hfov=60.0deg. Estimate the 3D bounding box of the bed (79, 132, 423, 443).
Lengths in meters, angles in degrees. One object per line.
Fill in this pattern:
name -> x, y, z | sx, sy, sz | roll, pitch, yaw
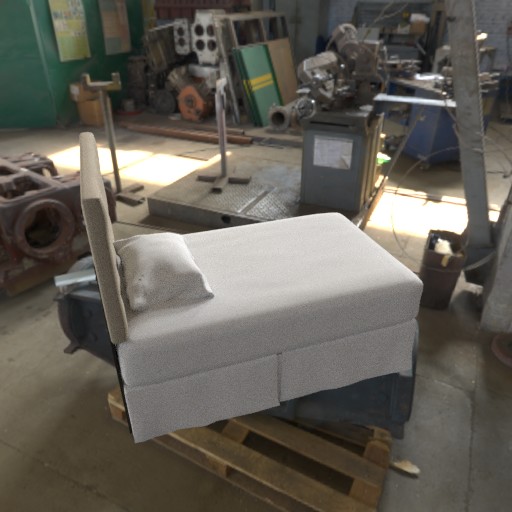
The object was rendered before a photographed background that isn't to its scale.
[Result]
bed -> 0.000, 0.000, 3.009 | 1.997, 1.571, 1.261 | -10, 32, -17
